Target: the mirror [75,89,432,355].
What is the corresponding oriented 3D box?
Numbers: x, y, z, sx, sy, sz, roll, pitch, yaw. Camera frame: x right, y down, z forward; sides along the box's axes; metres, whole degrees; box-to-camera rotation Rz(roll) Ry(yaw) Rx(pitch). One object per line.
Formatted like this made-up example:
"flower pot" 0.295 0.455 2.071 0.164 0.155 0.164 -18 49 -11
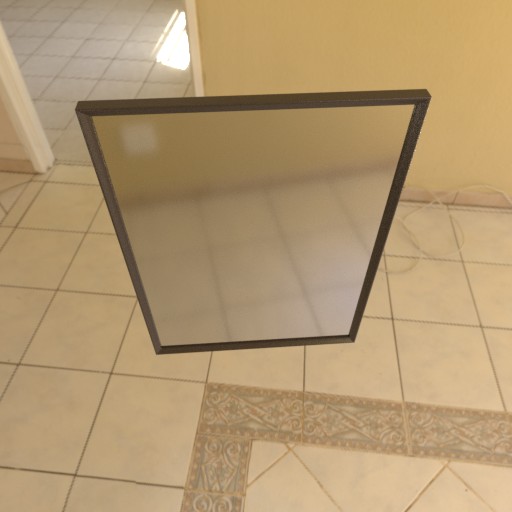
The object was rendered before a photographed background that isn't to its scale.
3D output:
"mirror" 0.000 0.000 1.334 0.762 1.016 0.041 -3 48 -3
